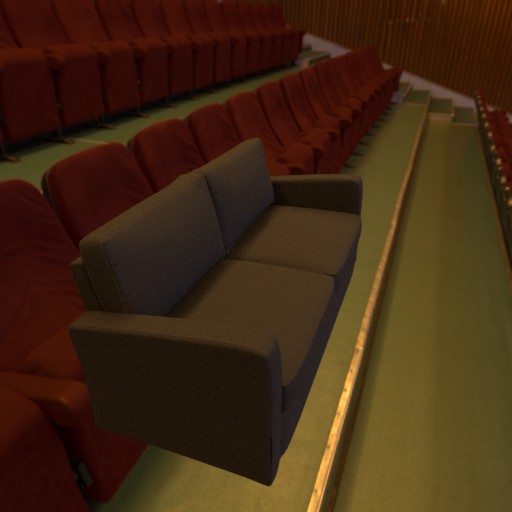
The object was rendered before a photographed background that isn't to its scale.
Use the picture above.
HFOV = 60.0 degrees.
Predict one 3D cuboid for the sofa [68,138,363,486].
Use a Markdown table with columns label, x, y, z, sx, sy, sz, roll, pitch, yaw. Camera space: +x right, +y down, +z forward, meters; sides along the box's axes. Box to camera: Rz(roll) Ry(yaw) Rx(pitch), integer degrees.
| label | x | y | z | sx | sy | sz | roll | pitch | yaw |
| --- | --- | --- | --- | --- | --- | --- | --- | --- | --- |
| sofa | 0.000 | 0.000 | 2.302 | 0.898 | 0.839 | 1.852 | 10 | 30 | 18 |
